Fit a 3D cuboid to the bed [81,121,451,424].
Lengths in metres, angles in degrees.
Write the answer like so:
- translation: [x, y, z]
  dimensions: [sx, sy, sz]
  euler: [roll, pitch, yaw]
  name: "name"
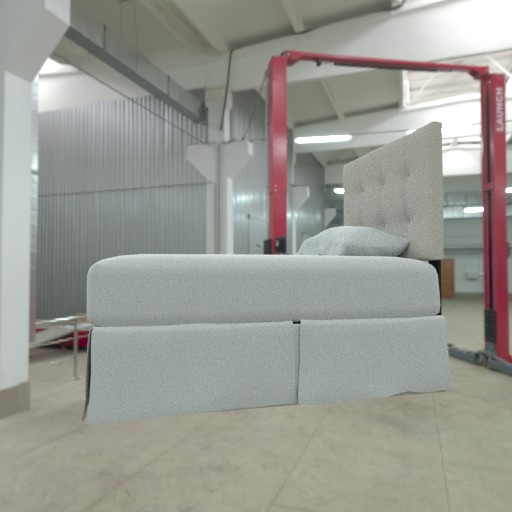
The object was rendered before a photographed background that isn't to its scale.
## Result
- translation: [0.000, 0.000, 2.852]
  dimensions: [1.997, 1.571, 1.261]
  euler: [1, -2, -16]
  name: "bed"
